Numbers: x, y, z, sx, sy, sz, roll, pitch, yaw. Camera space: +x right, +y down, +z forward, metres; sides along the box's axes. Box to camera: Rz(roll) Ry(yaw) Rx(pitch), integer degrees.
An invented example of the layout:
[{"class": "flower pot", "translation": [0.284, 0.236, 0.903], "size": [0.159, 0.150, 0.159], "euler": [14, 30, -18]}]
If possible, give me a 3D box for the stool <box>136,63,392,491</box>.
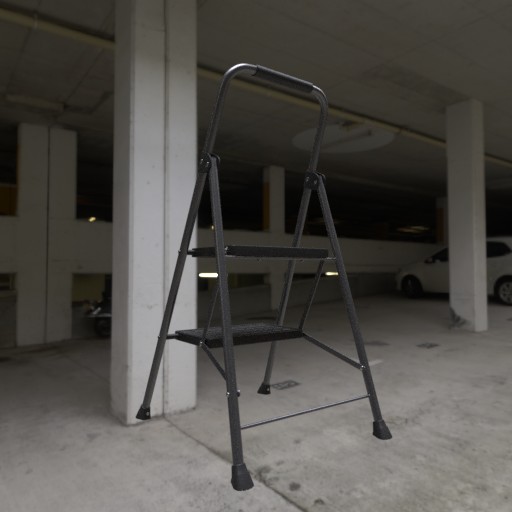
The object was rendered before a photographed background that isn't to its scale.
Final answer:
[{"class": "stool", "translation": [0.000, 0.000, 1.147], "size": [0.450, 0.872, 0.514], "euler": [1, -2, -36]}]
